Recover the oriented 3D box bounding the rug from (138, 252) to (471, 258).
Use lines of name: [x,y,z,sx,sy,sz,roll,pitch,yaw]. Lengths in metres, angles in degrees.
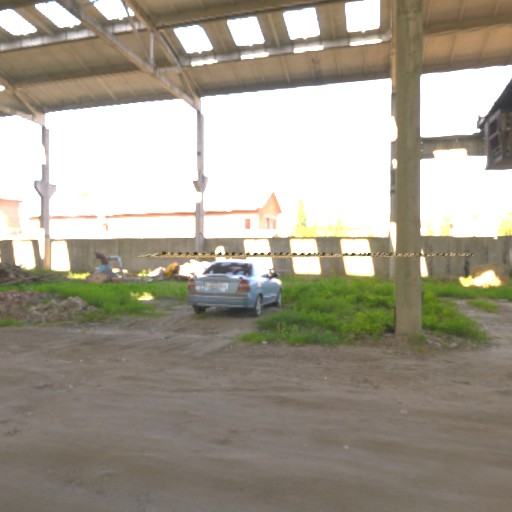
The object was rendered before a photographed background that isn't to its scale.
rug: [0.000,0.000,3.103,1.530,0.025,2.431,0,0,-17]
